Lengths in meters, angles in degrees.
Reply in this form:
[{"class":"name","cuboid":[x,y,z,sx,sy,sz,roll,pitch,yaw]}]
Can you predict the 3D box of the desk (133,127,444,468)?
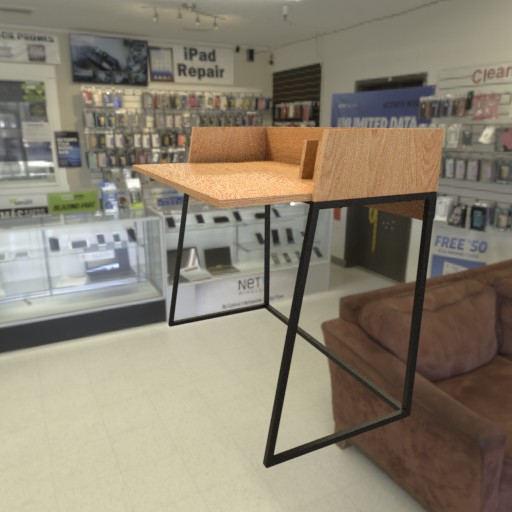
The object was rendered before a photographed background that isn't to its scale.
[{"class":"desk","cuboid":[0.000,0.000,1.910,0.769,1.061,1.191,-8,18,-25]}]
